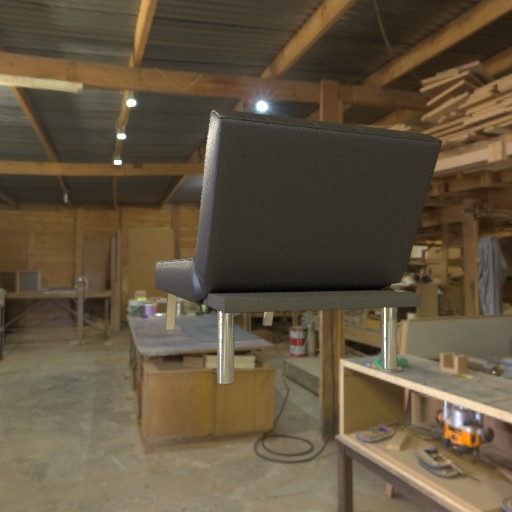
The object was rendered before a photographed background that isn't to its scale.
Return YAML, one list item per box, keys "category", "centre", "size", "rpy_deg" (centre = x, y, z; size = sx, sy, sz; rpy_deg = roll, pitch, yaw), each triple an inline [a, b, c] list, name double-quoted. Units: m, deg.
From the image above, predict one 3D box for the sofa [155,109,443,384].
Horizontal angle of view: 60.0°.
- category: "sofa"
  centre: [0.000, 0.000, 2.025]
  size: [0.760, 0.820, 1.560]
  rpy_deg: [1, -2, -19]
